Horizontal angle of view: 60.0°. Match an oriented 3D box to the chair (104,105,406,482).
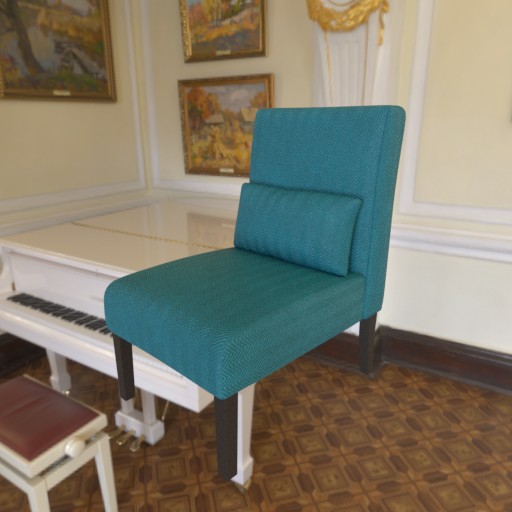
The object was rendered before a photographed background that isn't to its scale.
[{"bbox_3d":[0.000,0.000,1.430,0.579,0.927,0.808,16,23,42],"label":"chair"}]
